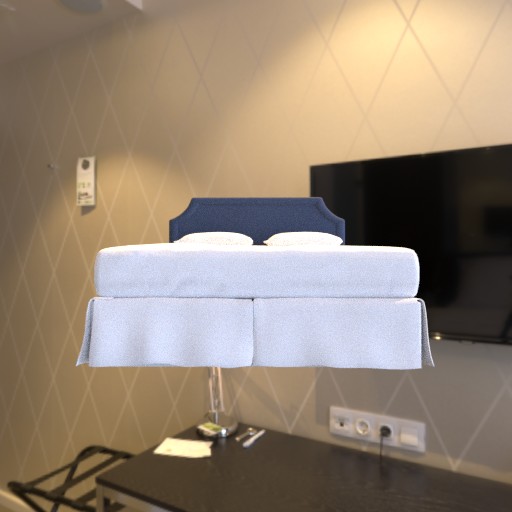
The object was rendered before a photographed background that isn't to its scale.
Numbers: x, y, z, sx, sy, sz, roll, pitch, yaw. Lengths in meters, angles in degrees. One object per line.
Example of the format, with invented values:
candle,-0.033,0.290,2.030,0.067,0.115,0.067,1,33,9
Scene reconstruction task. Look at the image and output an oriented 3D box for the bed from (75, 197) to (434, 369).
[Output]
bed,0.000,0.000,4.232,2.350,1.488,2.773,0,0,0
